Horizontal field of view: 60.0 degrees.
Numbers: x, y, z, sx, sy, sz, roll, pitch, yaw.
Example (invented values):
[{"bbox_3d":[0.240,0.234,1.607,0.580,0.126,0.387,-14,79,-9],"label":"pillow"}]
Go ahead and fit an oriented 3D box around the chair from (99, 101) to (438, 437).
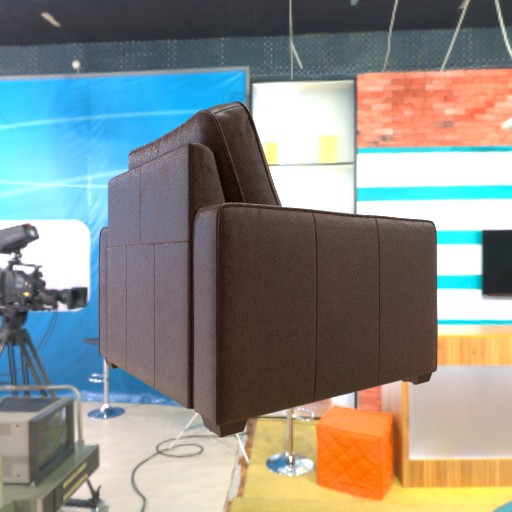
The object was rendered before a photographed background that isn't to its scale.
[{"bbox_3d":[0.000,0.000,1.734,0.940,0.919,1.017,0,-1,-35],"label":"chair"}]
